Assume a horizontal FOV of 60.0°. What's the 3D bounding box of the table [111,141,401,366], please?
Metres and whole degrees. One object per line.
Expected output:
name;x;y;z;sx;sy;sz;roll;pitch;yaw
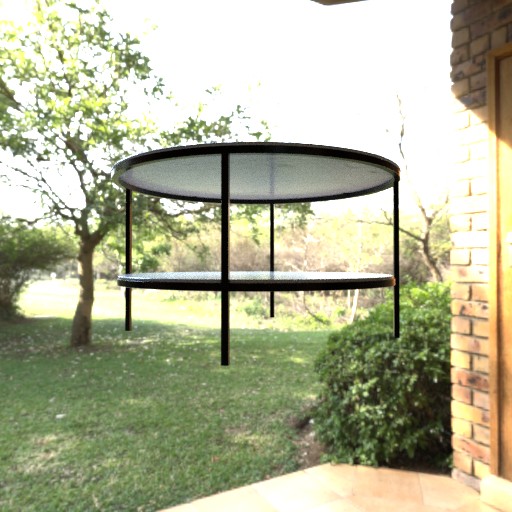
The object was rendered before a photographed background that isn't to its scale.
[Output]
table;0.000;0.000;1.281;0.800;0.450;0.800;0;-1;0
